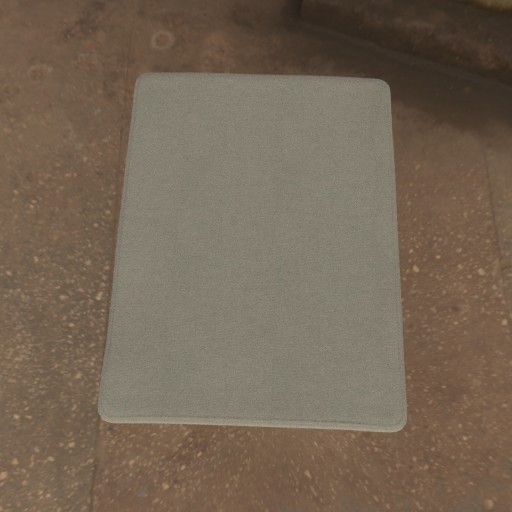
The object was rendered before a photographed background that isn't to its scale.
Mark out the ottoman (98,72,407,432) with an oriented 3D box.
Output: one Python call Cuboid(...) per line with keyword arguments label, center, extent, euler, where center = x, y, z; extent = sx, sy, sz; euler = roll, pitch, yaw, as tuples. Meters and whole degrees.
Cuboid(label="ottoman", center=(0.000, 0.000, 1.198), extent=(0.648, 0.461, 0.833), euler=(2, 75, 0))
